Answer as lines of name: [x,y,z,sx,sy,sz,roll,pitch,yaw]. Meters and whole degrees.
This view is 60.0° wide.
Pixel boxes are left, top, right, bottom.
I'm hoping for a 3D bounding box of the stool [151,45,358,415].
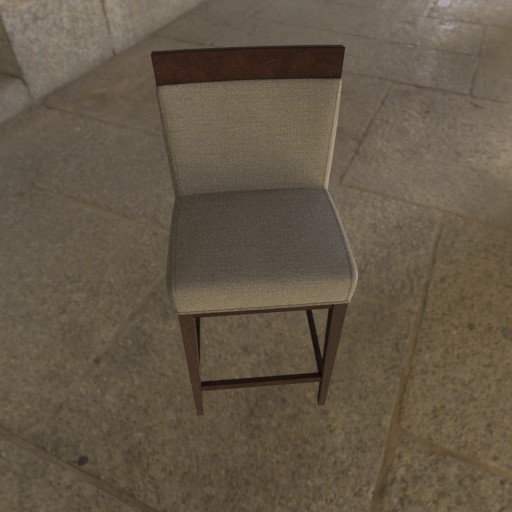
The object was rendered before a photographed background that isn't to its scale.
stool: [0.000,0.000,1.413,0.511,1.117,0.531,-4,47,-3]
